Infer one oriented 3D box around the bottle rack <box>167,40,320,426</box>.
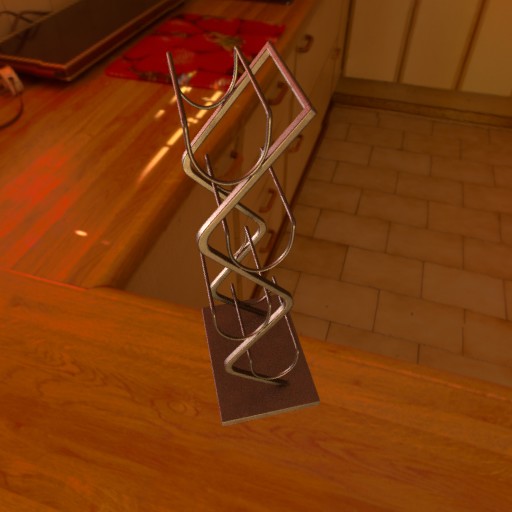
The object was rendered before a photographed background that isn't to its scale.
[{"bbox_3d":[0.000,0.000,0.672,0.178,0.559,0.254,-9,47,-9],"label":"bottle rack"}]
